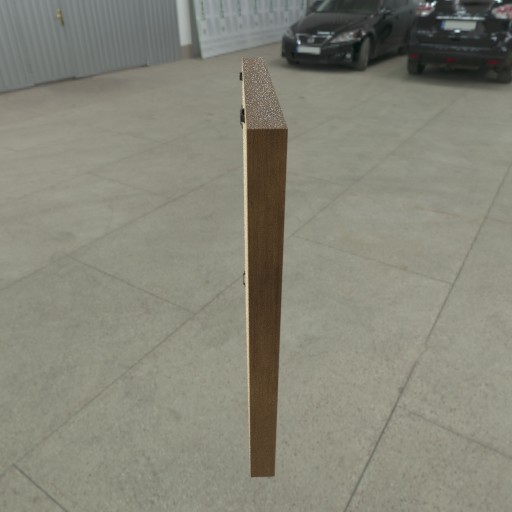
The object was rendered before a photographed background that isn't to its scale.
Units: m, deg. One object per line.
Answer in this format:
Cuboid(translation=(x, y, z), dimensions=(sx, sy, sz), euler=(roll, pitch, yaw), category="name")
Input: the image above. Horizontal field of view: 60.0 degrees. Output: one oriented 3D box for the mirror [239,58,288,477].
Cuboid(translation=(0.000, 0.000, 0.685), dimensions=(0.041, 0.509, 0.406), euler=(-1, 32, -2), category="mirror")
